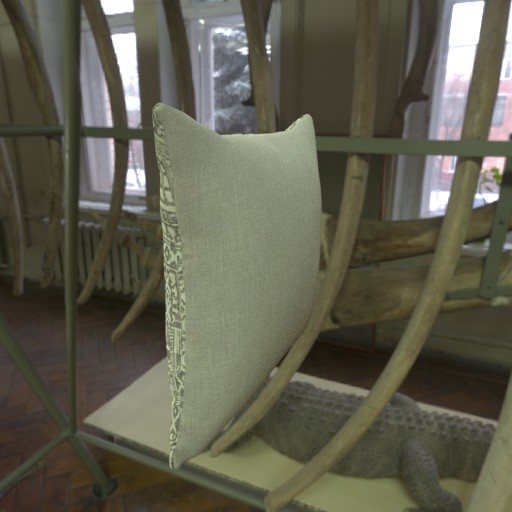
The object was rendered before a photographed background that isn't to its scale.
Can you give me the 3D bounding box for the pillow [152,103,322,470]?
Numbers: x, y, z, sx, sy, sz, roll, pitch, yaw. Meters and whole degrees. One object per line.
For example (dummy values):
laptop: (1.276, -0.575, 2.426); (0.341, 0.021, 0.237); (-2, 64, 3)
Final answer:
pillow: (0.000, 0.000, 0.776); (0.180, 0.487, 0.546); (7, 18, 23)
